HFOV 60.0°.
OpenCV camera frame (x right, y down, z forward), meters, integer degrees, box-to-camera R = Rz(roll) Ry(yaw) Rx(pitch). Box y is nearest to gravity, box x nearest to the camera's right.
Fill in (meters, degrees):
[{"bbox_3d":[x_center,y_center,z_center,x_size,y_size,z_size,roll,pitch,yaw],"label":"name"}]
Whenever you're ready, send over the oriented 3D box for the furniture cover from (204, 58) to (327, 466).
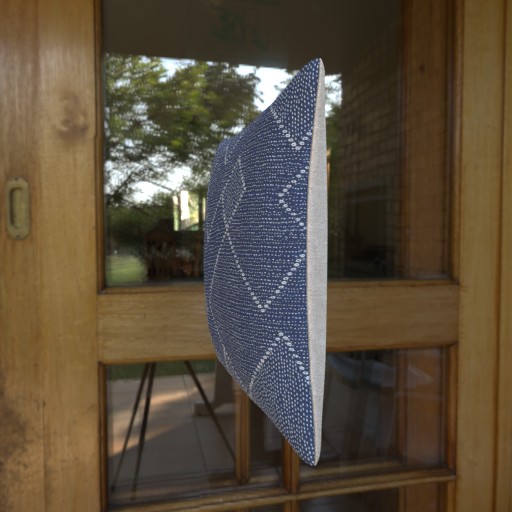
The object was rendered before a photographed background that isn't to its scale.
[{"bbox_3d":[0.000,0.000,0.781,0.162,0.503,0.511,-1,2,-17],"label":"furniture cover"}]
